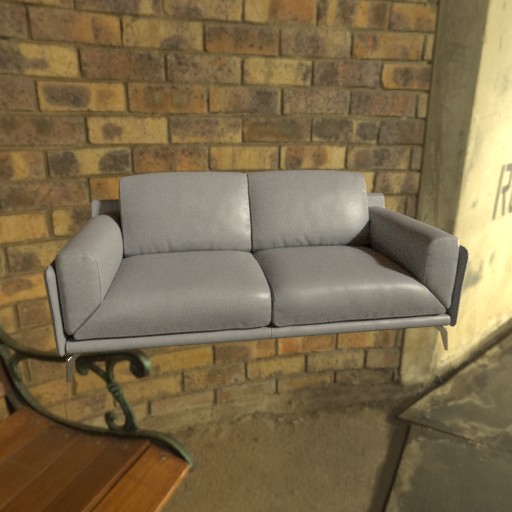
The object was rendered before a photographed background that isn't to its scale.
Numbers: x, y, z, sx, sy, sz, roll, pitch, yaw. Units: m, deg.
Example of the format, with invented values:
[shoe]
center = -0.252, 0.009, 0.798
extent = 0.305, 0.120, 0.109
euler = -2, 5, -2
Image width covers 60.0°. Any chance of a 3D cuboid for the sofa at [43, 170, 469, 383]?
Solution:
[sofa]
center = 0.000, 0.000, 2.643
extent = 2.101, 0.930, 1.049
euler = -3, 16, -9
